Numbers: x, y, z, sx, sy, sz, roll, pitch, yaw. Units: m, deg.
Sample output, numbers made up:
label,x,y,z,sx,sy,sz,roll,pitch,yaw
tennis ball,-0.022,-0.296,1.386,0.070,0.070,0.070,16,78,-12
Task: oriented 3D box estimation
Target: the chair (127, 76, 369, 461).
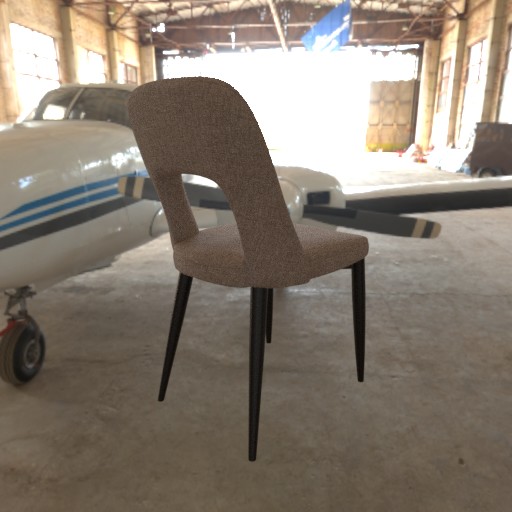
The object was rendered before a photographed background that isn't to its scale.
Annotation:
label,x,y,z,sx,sy,sz,roll,pitch,yaw
chair,0.000,0.000,1.301,0.470,0.931,0.612,14,21,41
